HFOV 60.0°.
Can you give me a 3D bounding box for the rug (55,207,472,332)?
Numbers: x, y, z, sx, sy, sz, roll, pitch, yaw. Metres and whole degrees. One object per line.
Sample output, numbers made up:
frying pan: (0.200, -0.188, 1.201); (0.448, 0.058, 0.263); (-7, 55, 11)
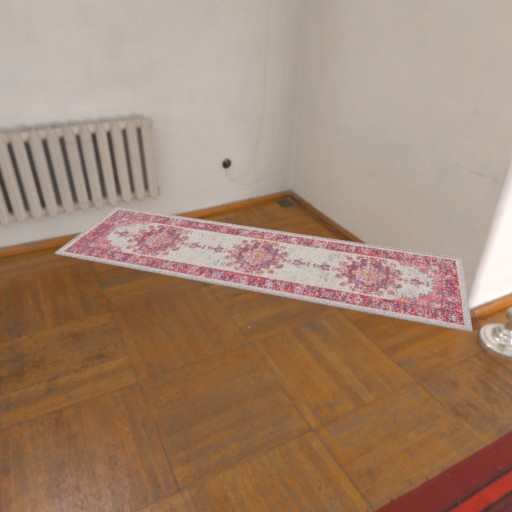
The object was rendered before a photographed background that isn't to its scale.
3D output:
rug: (0.000, 0.000, 2.594); (2.294, 0.011, 0.666); (9, 33, 15)
